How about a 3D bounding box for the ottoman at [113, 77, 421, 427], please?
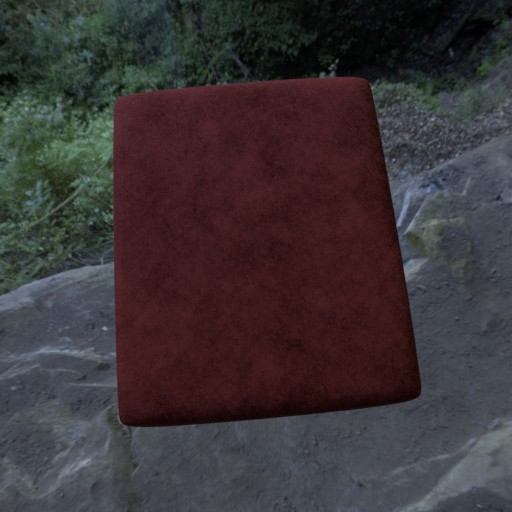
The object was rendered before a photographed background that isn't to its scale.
[{"bbox_3d":[0.000,0.000,1.184,0.650,0.462,0.782,-5,77,-1],"label":"ottoman"}]
